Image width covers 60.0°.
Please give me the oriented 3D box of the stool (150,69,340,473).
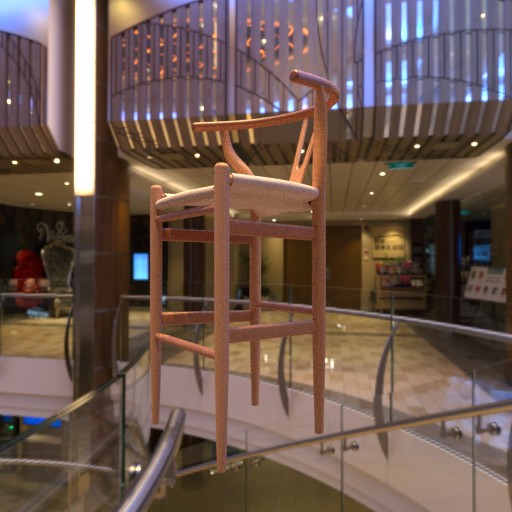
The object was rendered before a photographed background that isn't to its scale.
[{"bbox_3d":[0.000,0.000,1.404,0.561,1.068,0.574,1,-1,-36],"label":"stool"}]
